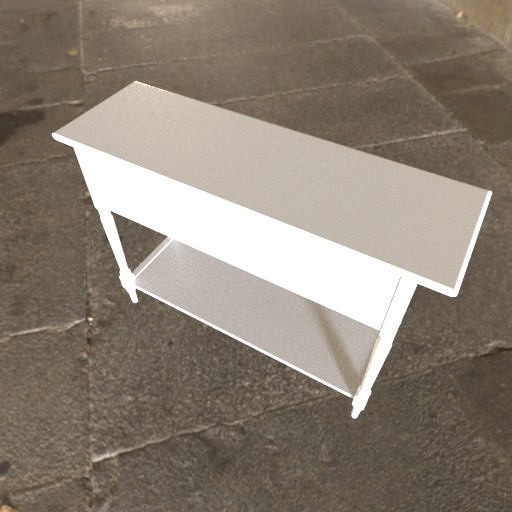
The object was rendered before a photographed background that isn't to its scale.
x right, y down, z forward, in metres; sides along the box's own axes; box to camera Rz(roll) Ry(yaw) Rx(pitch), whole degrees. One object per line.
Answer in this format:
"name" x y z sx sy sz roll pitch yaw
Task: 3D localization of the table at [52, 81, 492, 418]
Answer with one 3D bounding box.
"table" 0.000 0.000 1.537 1.197 0.808 0.384 23 52 19
